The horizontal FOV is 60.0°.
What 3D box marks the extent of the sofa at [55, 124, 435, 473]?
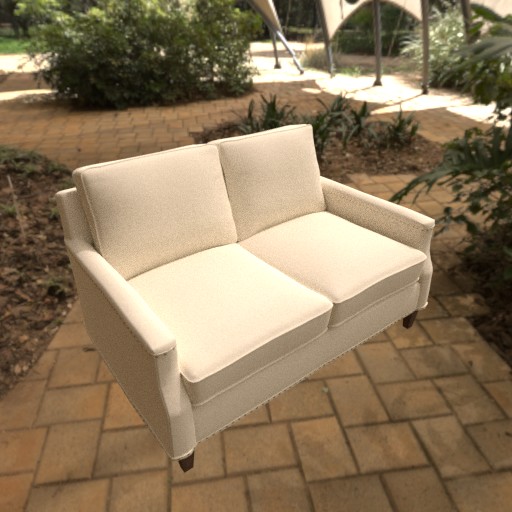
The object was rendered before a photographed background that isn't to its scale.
[{"bbox_3d":[0.000,0.000,2.220,1.597,1.003,1.084,-21,36,-32],"label":"sofa"}]
